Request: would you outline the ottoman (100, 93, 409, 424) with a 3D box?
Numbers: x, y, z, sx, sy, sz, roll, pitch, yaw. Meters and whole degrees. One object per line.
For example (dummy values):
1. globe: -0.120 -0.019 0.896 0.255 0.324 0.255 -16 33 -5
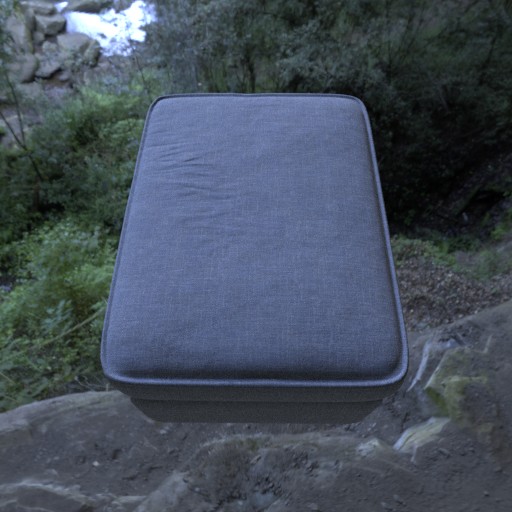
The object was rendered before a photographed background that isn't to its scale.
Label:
1. ottoman: 0.000 0.000 1.105 0.559 0.457 0.762 0 59 0
